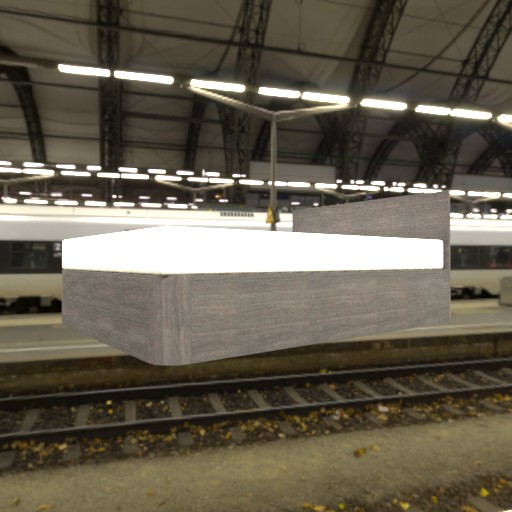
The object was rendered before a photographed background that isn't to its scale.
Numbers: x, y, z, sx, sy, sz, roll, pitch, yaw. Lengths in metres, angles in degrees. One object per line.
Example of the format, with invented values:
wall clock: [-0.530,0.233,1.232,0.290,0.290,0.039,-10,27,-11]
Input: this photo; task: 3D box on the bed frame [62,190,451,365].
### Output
bed frame: [0.000,0.000,2.665,1.900,0.800,1.400,0,-1,-38]
